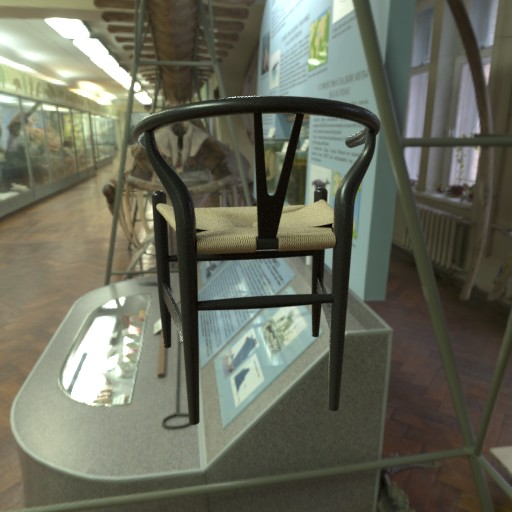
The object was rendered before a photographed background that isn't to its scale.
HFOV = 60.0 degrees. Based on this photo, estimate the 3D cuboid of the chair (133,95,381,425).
[{"bbox_3d":[0.000,0.000,1.146,0.570,0.739,0.570,-2,16,-9],"label":"chair"}]
